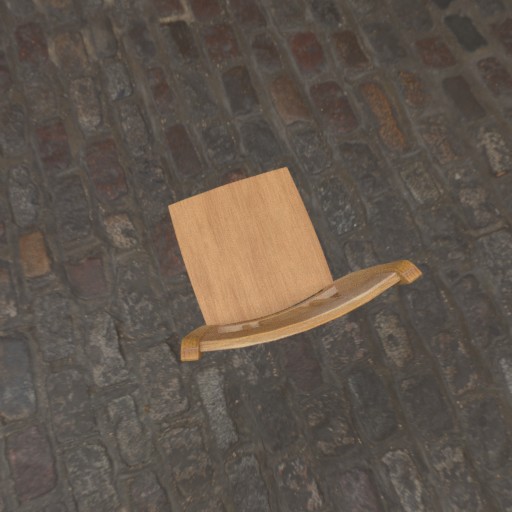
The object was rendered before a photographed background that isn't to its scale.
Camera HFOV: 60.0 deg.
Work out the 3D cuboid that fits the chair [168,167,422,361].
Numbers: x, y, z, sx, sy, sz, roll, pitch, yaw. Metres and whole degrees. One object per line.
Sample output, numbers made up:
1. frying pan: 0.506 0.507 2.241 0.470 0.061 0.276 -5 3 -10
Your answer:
1. chair: 0.000 0.000 1.313 0.450 0.998 0.556 -19 76 -5
